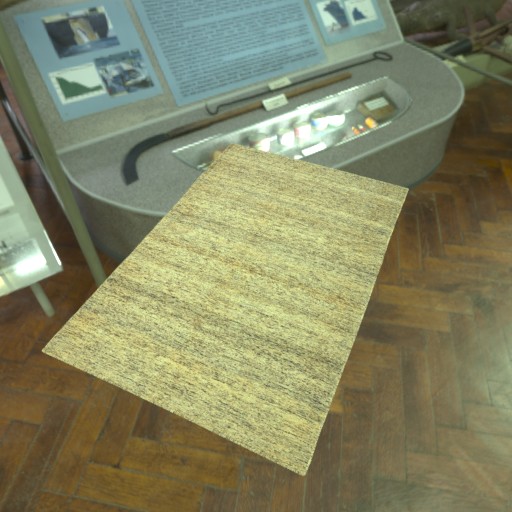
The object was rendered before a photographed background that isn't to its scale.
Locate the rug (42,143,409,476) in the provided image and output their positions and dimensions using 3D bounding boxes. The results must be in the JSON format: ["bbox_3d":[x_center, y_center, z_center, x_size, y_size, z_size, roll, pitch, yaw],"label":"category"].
[{"bbox_3d":[0.000,0.000,2.350,1.243,0.014,1.846,18,49,17],"label":"rug"}]
